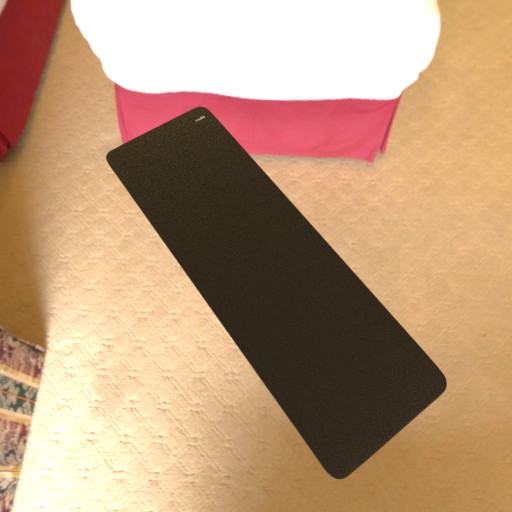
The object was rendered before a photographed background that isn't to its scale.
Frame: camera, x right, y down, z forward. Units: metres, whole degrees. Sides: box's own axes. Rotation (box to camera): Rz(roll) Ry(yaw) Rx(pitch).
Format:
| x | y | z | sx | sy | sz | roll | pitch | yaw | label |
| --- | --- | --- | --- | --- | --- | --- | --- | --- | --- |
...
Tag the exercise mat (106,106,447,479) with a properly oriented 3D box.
| x | y | z | sx | sy | sz | roll | pitch | yaw | label |
| --- | --- | --- | --- | --- | --- | --- | --- | --- | --- |
| 0.000 | 0.000 | 2.035 | 0.616 | 0.021 | 1.869 | -33 | 68 | -15 | exercise mat |
